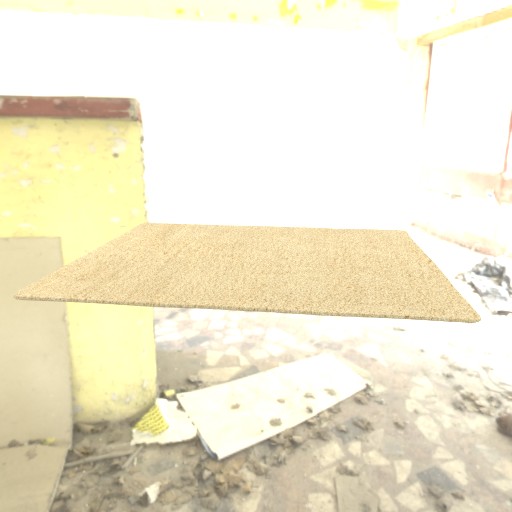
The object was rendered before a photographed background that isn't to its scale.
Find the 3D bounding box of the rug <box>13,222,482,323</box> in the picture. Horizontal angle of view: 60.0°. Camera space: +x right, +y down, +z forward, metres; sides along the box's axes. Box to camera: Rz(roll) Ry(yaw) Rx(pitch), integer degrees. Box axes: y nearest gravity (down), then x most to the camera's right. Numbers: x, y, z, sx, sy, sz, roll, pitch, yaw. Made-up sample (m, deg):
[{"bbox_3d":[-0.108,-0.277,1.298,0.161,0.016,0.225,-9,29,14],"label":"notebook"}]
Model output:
[{"bbox_3d":[0.000,0.000,3.900,3.001,0.025,2.401,2,16,7],"label":"rug"}]
